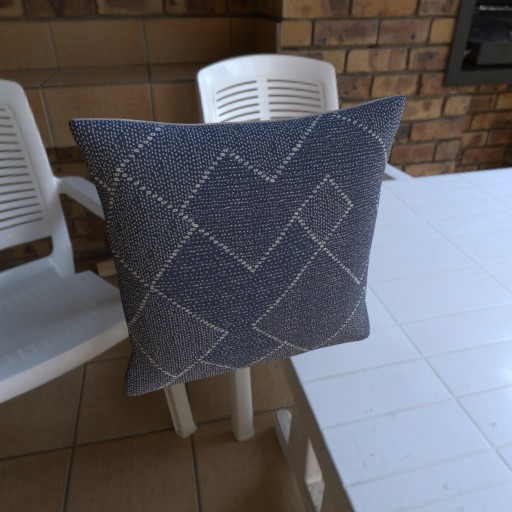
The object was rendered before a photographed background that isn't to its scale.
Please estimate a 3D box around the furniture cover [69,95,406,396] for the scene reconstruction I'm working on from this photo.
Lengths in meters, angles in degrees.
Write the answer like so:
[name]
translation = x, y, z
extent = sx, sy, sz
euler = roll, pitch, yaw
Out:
[furniture cover]
translation = 0.000, 0.000, 0.762
extent = 0.511, 0.503, 0.162
euler = -10, 33, -16
